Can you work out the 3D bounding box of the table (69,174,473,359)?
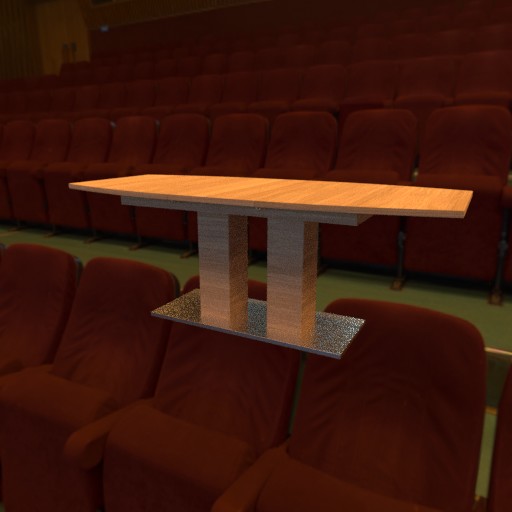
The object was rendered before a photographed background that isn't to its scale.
[{"bbox_3d":[0.000,0.000,2.424,2.032,0.750,0.900,8,17,27],"label":"table"}]
